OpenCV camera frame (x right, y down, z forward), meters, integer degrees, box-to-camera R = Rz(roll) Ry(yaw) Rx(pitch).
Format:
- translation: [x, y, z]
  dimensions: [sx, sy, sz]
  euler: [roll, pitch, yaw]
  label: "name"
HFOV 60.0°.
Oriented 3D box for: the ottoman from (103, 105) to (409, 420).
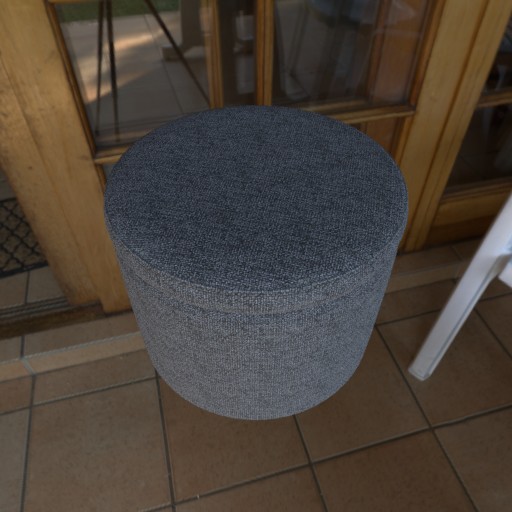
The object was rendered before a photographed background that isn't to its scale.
- translation: [0.000, 0.000, 0.899]
  dimensions: [0.520, 0.430, 0.520]
  euler: [0, 46, 0]
  label: "ottoman"
